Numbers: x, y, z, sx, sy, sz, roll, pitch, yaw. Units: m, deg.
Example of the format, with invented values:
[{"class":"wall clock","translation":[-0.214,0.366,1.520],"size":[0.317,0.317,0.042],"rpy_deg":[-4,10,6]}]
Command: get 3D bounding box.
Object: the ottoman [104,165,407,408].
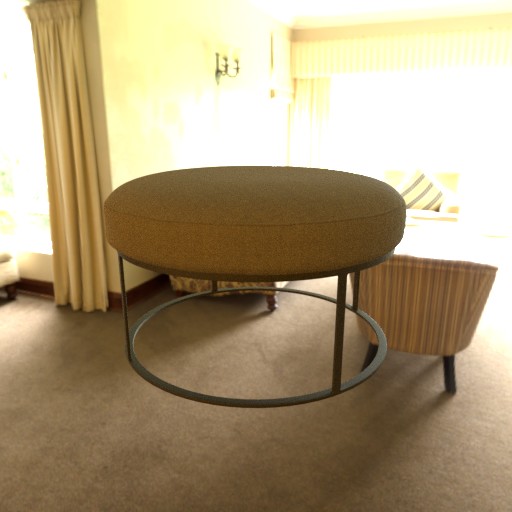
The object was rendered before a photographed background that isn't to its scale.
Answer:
[{"class":"ottoman","translation":[0.000,0.000,1.223],"size":[0.772,0.460,0.772],"rpy_deg":[0,16,0]}]
